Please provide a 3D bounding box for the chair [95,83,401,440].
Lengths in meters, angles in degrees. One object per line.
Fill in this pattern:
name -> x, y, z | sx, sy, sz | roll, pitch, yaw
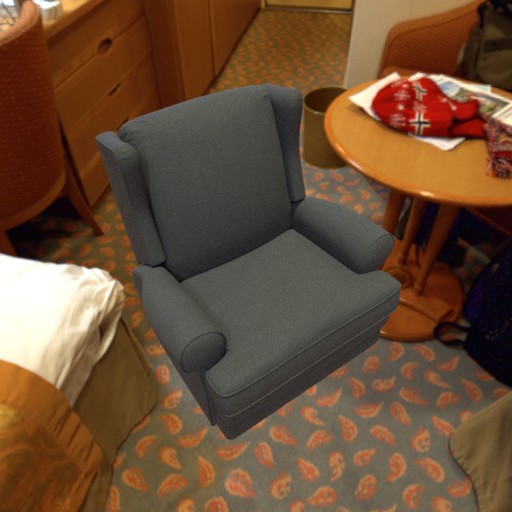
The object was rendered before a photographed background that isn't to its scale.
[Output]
chair -> 0.000, 0.000, 1.749 | 0.971, 1.020, 0.877 | -26, 51, -24
